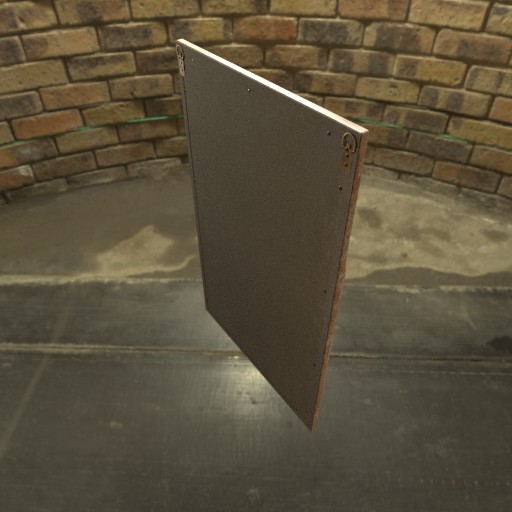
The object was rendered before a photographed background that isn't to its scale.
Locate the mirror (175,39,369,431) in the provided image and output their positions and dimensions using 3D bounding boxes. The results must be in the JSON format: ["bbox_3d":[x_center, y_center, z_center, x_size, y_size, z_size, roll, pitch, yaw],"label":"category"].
[{"bbox_3d":[0.000,0.000,0.983,0.058,0.787,0.495,-26,48,-26],"label":"mirror"}]
